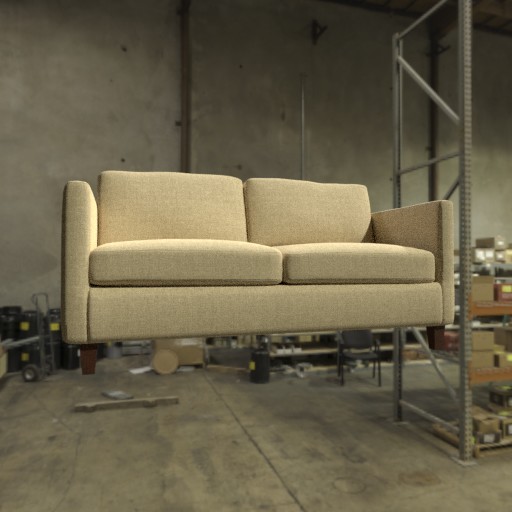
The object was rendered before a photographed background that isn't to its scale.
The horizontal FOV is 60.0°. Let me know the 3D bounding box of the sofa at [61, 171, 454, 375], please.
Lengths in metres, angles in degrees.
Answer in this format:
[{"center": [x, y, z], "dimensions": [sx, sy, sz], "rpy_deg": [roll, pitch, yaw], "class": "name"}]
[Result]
[{"center": [0.000, 0.000, 2.421], "dimensions": [1.884, 0.963, 0.950], "rpy_deg": [0, -1, -18], "class": "sofa"}]
